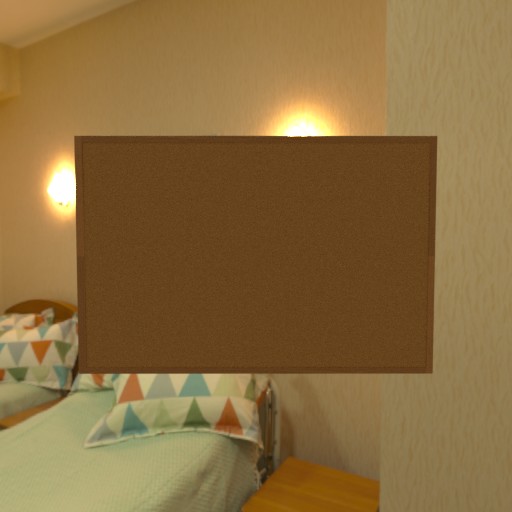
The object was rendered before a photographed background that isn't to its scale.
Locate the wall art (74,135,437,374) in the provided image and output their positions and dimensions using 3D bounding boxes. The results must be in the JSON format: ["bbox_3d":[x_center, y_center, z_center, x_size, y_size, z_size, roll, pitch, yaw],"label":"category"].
[{"bbox_3d":[0.000,0.000,1.427,1.141,0.758,0.035,0,3,0],"label":"wall art"}]
